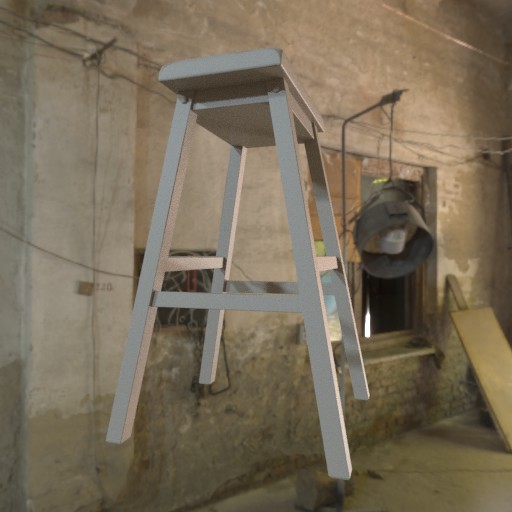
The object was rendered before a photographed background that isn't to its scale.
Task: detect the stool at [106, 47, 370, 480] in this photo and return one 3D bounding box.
[{"bbox_3d":[0.000,0.000,1.019,0.476,0.737,0.457,0,0,18],"label":"stool"}]
